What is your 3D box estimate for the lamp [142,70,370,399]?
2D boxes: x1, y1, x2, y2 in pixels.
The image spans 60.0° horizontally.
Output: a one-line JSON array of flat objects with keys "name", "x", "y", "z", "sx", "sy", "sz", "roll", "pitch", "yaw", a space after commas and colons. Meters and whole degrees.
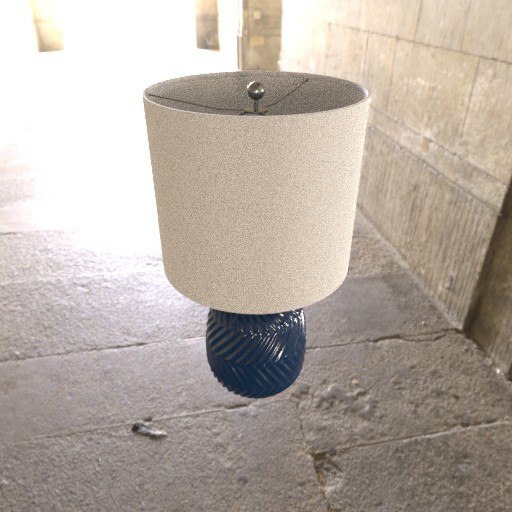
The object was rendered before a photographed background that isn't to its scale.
[{"name": "lamp", "x": 0.000, "y": 0.000, "z": 0.495, "sx": 0.203, "sy": 0.368, "sz": 0.203, "roll": 19, "pitch": 36, "yaw": 29}]
